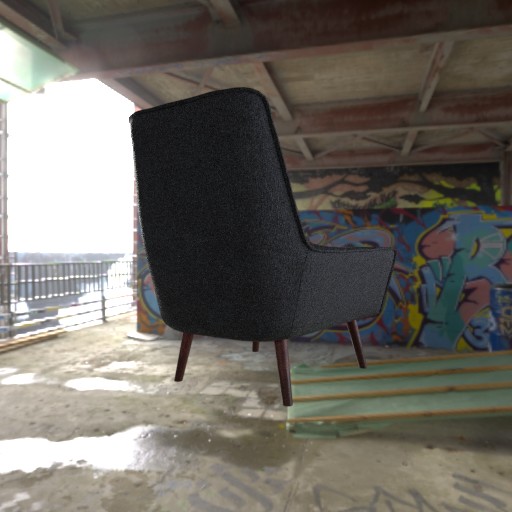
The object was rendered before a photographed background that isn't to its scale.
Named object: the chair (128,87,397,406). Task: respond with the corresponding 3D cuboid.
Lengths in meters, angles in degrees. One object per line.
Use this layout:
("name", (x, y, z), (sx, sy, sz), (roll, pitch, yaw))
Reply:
("chair", (0.000, 0.000, 1.574), (0.763, 0.883, 0.859), (0, 1, 34))
